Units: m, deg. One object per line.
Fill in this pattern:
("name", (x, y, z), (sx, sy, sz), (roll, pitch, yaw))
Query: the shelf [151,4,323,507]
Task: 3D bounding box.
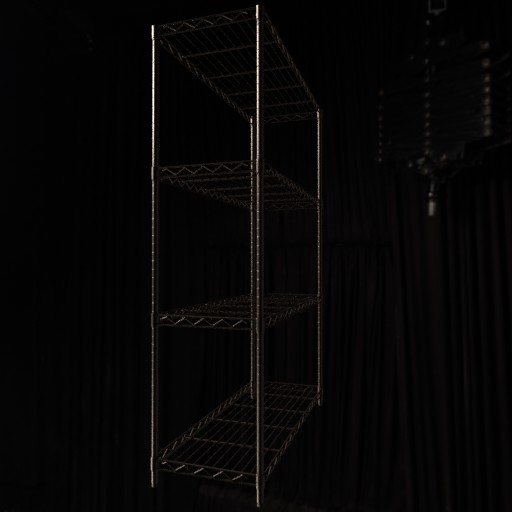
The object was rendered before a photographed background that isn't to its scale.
("shelf", (0.000, 0.000, 1.678), (0.352, 1.361, 0.907), (0, -1, 19))
